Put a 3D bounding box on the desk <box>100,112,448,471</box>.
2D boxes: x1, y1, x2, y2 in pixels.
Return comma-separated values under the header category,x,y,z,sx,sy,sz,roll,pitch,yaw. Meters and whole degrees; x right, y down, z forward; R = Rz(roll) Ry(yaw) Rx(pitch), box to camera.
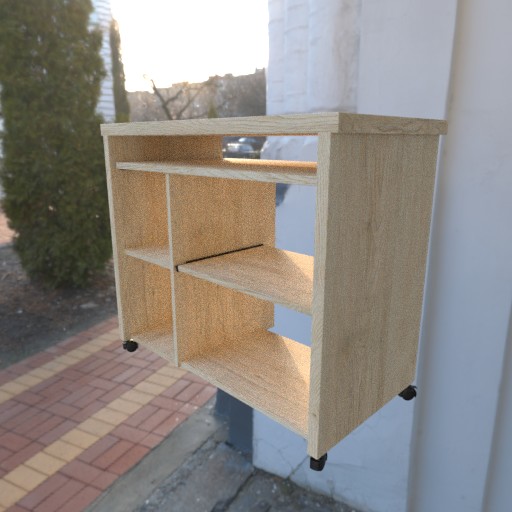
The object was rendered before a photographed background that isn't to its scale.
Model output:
category,x,y,z,sx,sy,sz,roll,pitch,yaw
desk,0.000,0.000,1.334,0.885,0.770,0.480,14,20,43
